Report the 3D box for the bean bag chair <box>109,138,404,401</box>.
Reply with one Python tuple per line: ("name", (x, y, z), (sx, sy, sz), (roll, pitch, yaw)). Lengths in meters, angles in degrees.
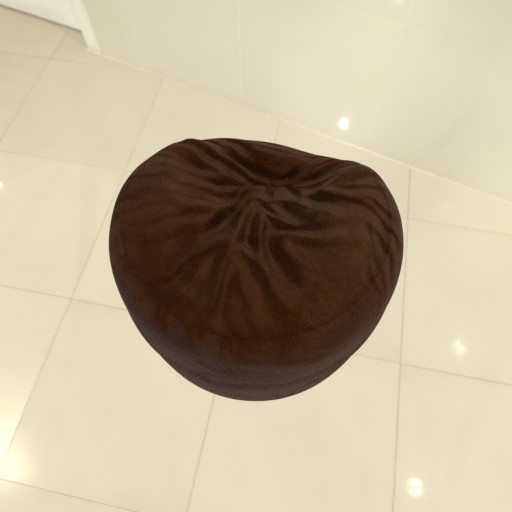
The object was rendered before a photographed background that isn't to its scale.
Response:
("bean bag chair", (0.000, 0.000, 1.528), (0.918, 0.616, 0.918), (0, 63, 0))
